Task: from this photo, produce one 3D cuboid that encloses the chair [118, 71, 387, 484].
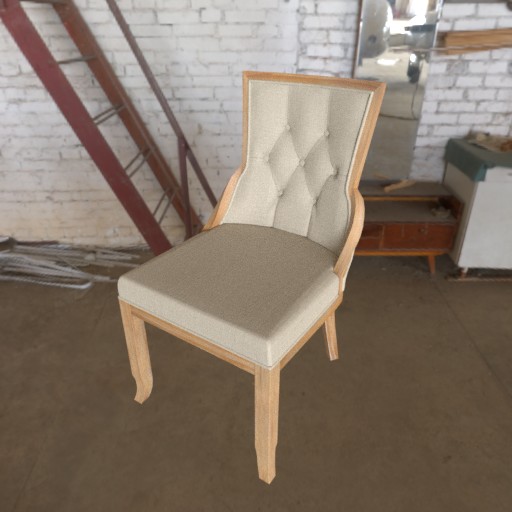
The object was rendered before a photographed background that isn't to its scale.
[{"bbox_3d":[0.000,0.000,1.319,0.524,0.947,0.641,18,34,29],"label":"chair"}]
